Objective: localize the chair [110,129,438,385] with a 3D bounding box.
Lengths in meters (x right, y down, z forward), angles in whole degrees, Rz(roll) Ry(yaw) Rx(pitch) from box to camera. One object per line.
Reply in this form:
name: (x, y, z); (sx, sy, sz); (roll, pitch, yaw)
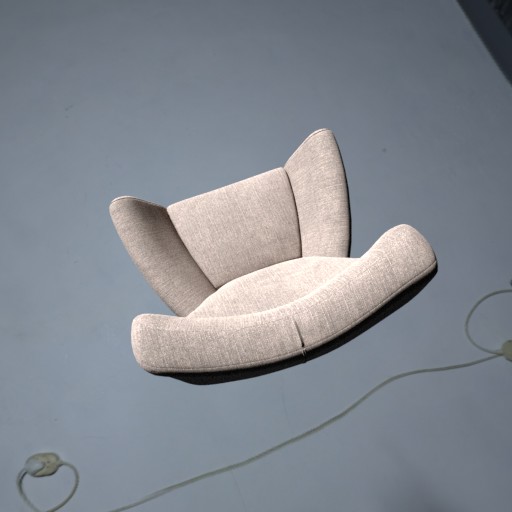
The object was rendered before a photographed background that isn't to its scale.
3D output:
chair: (0.000, 0.000, 1.765); (0.980, 1.040, 0.900); (-20, 76, -5)
